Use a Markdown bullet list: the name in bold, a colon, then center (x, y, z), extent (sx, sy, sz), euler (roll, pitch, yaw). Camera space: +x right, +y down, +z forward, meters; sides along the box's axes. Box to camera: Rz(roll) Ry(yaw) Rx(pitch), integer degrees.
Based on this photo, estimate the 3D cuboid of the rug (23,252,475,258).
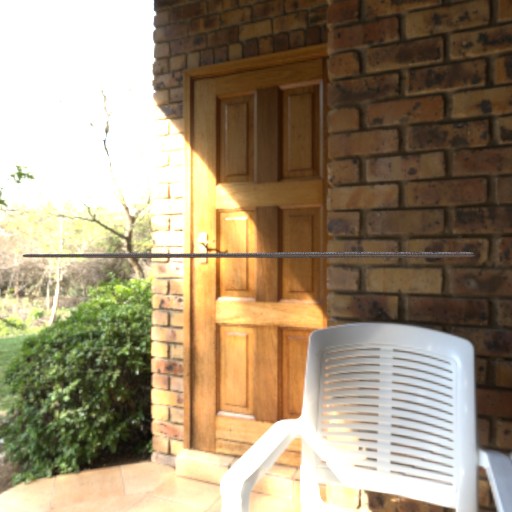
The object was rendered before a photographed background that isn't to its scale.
- **rug**: center (0.000, 0.000, 3.005), extent (2.464, 0.023, 1.521), euler (0, 0, 17)
